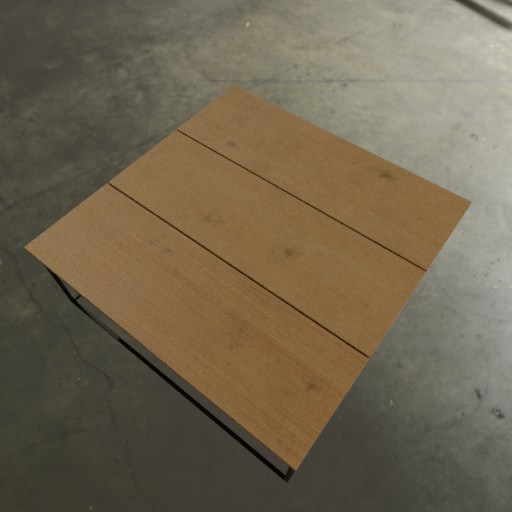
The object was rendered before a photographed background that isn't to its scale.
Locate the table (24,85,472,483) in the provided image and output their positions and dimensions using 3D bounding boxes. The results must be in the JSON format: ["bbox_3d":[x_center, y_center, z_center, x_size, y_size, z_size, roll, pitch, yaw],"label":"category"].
[{"bbox_3d":[0.000,0.000,1.693,1.100,0.400,1.100,33,62,20],"label":"table"}]
